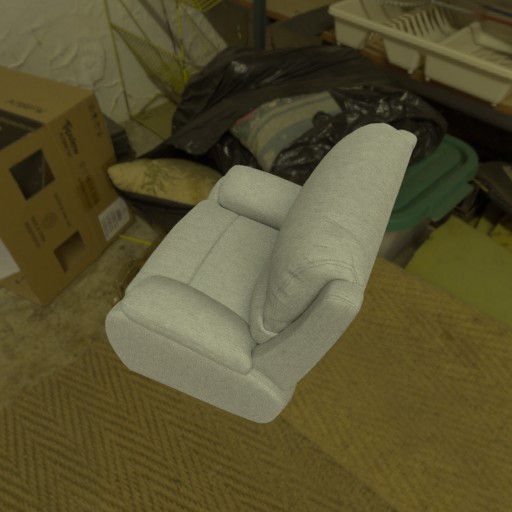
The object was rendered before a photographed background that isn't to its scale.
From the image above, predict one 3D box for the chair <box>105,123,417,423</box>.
[{"bbox_3d":[0.000,0.000,1.722,0.899,1.011,0.930,17,48,16],"label":"chair"}]
